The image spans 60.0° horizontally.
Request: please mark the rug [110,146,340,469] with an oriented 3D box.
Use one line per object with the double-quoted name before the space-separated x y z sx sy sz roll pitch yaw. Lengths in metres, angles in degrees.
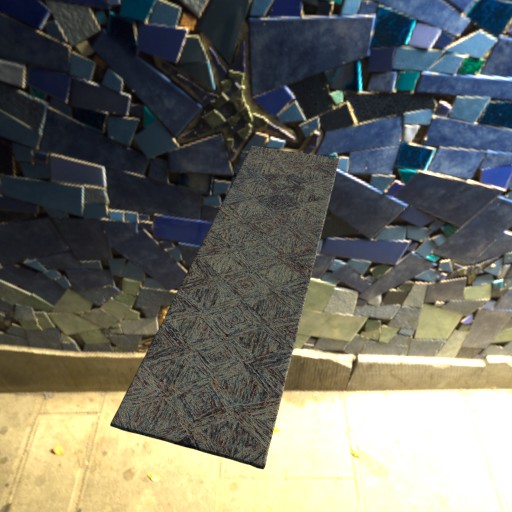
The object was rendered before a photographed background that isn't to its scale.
"rug" 0.000 0.000 2.606 0.688 0.015 2.292 11 47 10
